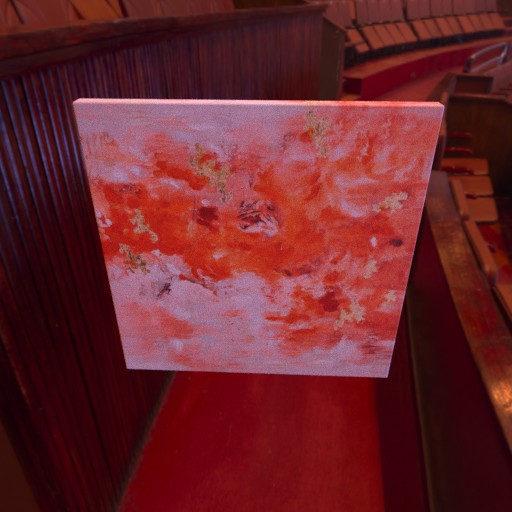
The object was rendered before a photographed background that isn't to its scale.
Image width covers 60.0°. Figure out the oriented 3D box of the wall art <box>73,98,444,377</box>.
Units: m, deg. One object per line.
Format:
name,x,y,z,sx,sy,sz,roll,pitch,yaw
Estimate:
wall art,0.000,0.000,1.104,0.747,0.746,0.064,1,31,2
